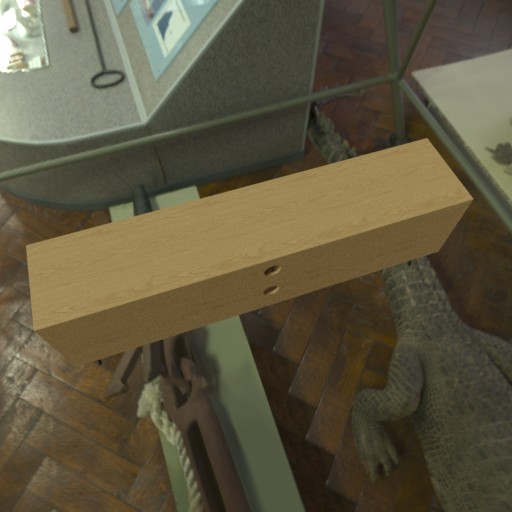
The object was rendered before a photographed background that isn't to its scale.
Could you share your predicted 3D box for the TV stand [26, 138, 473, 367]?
[{"bbox_3d":[0.000,0.000,2.024,1.760,0.580,0.400,-17,60,-10],"label":"TV stand"}]
